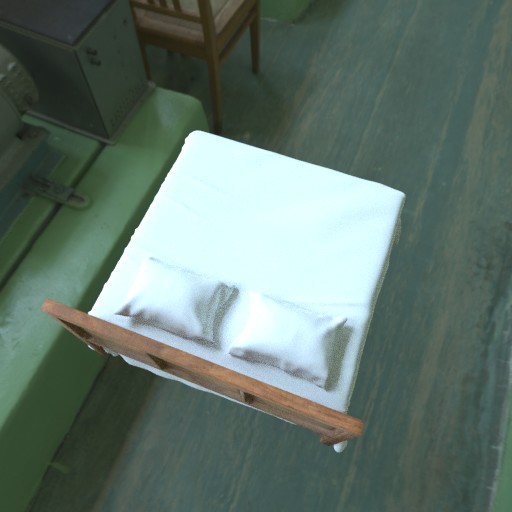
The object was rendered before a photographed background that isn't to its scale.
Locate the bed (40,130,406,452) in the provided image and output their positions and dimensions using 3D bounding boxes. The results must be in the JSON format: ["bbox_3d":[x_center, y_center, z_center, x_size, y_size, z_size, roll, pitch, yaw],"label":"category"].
[{"bbox_3d":[0.000,0.000,3.494,2.255,1.158,2.165,19,66,9],"label":"bed"}]
